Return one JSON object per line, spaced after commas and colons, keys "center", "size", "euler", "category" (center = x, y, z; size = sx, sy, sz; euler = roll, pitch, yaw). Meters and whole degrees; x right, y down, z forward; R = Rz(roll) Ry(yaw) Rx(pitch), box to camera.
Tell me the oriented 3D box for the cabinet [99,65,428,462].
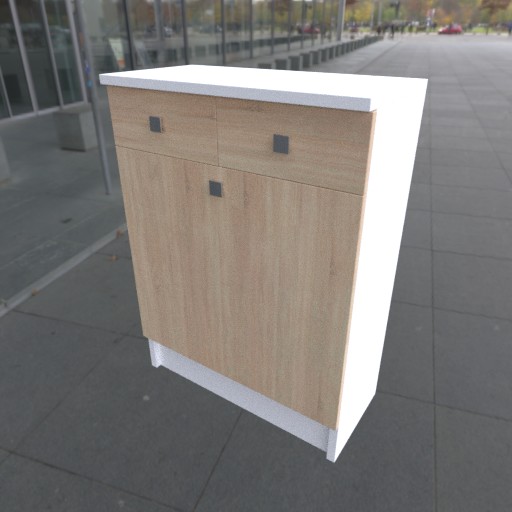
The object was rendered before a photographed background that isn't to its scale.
{"center": [0.000, 0.000, 1.081], "size": [0.600, 0.815, 0.296], "euler": [17, 32, 30], "category": "cabinet"}
